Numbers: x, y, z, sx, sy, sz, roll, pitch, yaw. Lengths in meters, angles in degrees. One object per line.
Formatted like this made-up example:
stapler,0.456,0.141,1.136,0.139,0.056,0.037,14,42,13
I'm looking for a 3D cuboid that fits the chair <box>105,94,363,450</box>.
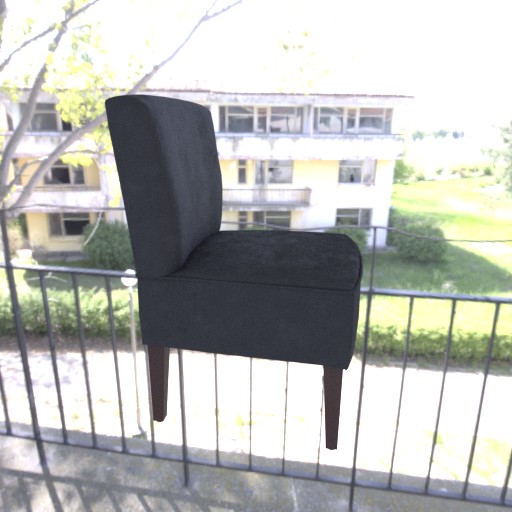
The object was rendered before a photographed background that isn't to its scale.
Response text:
chair,0.000,0.000,1.188,0.554,0.806,0.521,3,17,9
